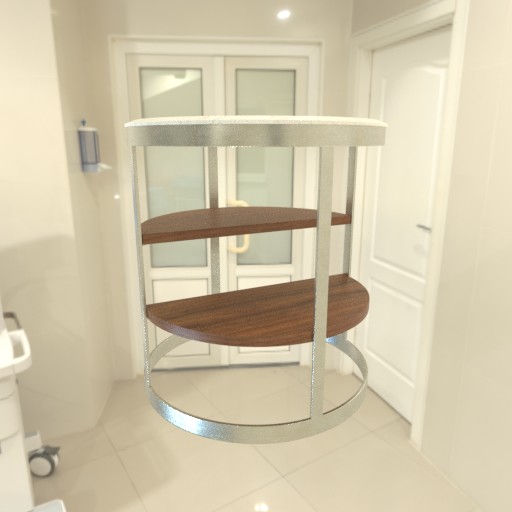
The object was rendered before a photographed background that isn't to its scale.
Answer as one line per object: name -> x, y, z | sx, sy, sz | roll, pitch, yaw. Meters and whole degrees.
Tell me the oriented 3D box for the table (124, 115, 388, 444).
table -> 0.000, 0.000, 0.768 | 0.407, 0.447, 0.407 | 0, 15, 0
